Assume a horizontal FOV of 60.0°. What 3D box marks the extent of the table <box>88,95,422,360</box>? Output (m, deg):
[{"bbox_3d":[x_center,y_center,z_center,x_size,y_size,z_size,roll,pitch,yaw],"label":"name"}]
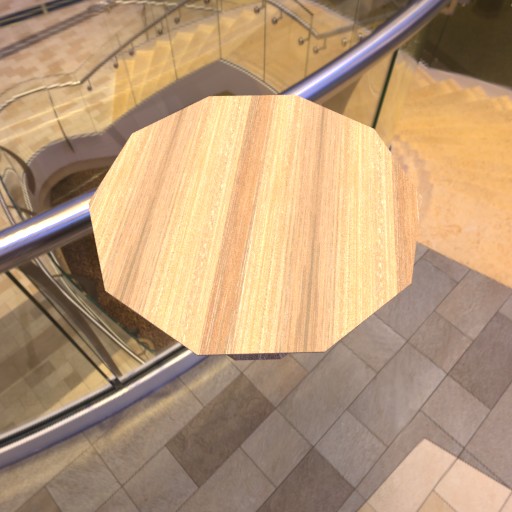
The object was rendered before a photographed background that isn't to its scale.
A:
[{"bbox_3d":[0.000,0.000,1.893,1.186,0.752,1.186,0,58,0],"label":"table"}]
